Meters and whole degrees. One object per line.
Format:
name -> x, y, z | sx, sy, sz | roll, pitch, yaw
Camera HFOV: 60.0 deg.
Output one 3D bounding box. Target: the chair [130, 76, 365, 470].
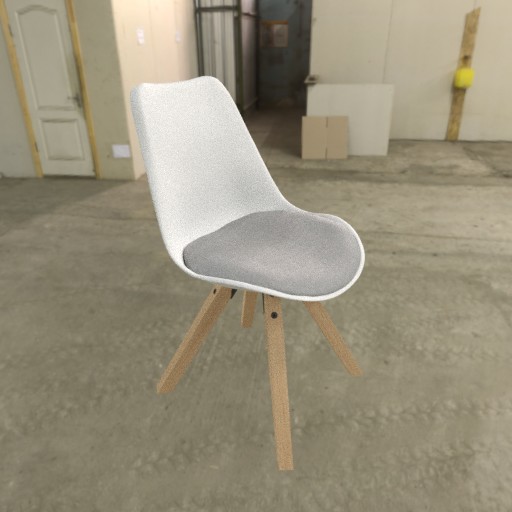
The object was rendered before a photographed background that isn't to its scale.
chair -> 0.000, 0.000, 1.180 | 0.550, 0.850, 0.485 | 18, 32, 32
